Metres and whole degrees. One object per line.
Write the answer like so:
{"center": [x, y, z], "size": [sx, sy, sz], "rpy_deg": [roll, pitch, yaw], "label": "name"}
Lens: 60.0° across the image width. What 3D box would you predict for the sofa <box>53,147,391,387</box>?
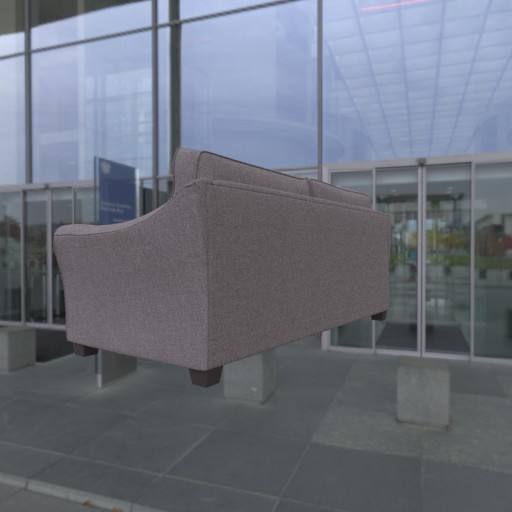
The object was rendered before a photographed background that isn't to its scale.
{"center": [0.000, 0.000, 2.789], "size": [1.013, 0.976, 2.203], "rpy_deg": [1, 1, 35], "label": "sofa"}
